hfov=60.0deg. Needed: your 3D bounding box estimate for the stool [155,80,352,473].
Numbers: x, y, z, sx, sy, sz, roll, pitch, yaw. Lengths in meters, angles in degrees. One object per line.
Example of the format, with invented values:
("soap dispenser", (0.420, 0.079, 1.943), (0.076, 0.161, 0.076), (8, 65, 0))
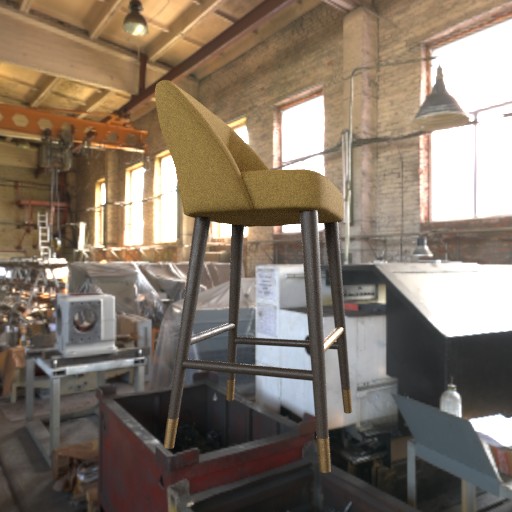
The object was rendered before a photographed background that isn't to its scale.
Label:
("stool", (0.000, 0.000, 1.346), (0.522, 1.032, 0.536), (0, -1, 19))
